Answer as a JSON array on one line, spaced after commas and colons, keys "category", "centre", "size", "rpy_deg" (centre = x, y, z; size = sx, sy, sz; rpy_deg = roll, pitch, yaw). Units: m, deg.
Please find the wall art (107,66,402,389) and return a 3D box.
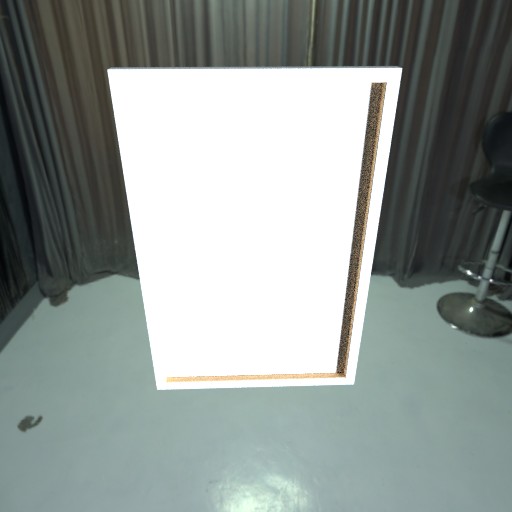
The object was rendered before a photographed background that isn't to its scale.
[{"category": "wall art", "centre": [0.000, 0.000, 1.158], "size": [0.607, 0.912, 0.038], "rpy_deg": [-1, 30, -2]}]
